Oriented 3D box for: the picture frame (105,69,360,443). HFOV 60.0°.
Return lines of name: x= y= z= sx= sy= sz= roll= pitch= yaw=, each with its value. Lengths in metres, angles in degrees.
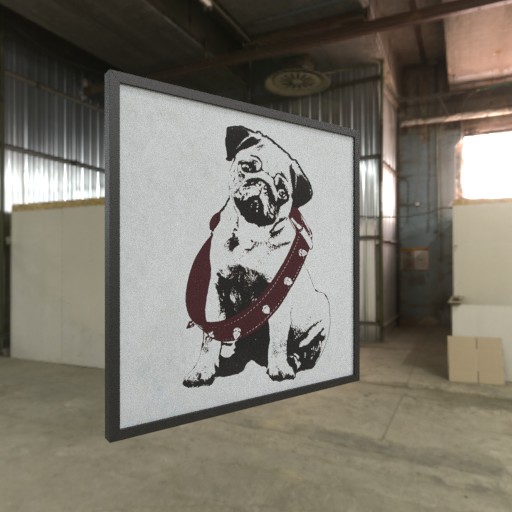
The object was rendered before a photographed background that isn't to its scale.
picture frame: x=0.000 y=0.000 z=1.159 sx=0.775 sy=0.775 sz=0.032 roll=0 pitch=0 yaw=-36
